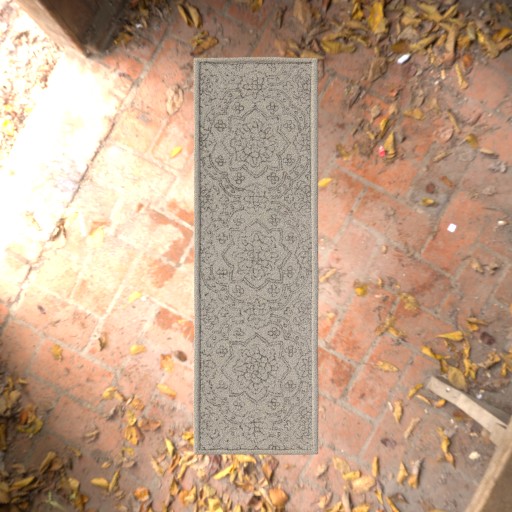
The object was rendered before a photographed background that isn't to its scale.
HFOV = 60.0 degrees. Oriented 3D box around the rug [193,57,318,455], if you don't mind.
[{"bbox_3d":[0.000,0.000,2.730,0.769,0.012,2.448,0,90,0],"label":"rug"}]
